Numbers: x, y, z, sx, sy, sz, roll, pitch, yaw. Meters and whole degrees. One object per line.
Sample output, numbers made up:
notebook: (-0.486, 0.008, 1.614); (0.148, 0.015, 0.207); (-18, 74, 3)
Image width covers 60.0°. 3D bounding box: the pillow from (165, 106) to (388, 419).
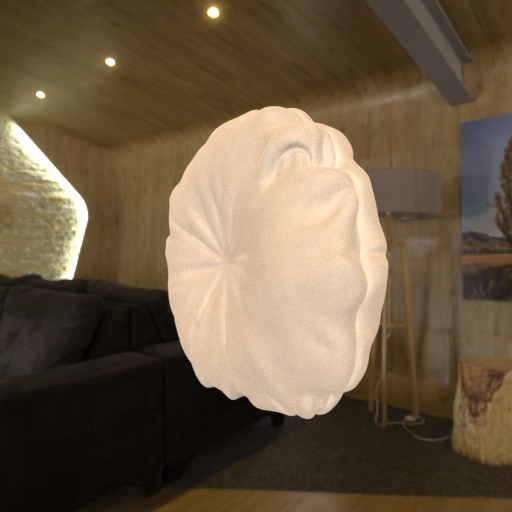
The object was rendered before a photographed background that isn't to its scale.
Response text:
pillow: (0.000, 0.000, 0.631); (0.148, 0.407, 0.428); (0, 0, -35)
